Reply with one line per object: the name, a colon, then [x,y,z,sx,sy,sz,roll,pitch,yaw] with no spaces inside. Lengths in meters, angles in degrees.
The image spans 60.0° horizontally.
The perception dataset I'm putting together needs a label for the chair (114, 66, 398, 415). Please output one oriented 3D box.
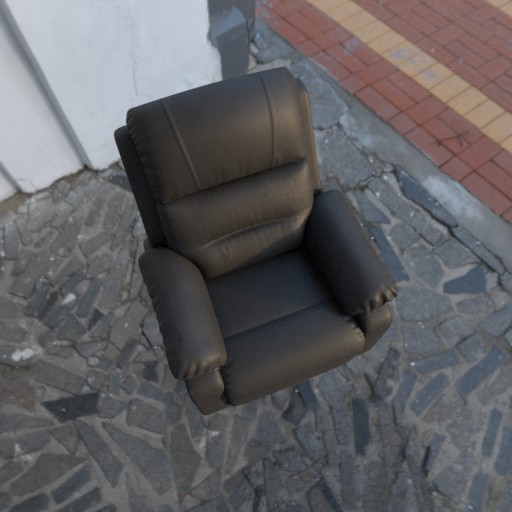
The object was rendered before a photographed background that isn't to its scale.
chair: [0.000,0.000,1.698,0.855,0.992,0.919,-19,65,-9]
